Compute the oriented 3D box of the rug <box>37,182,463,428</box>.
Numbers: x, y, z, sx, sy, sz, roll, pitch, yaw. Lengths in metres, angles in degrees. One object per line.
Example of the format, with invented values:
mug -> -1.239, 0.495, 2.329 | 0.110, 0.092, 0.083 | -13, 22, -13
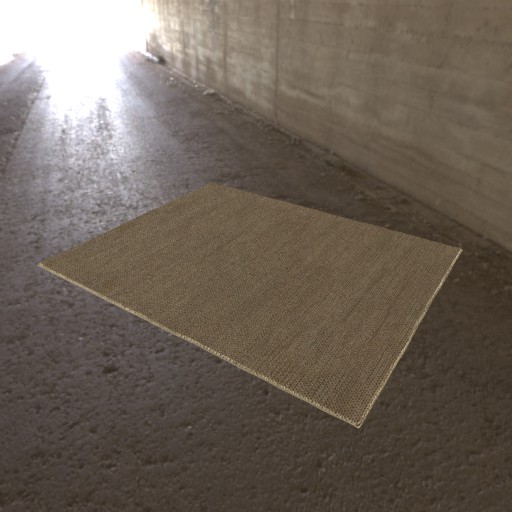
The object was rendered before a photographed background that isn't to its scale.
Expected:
rug -> 0.000, 0.000, 4.043 | 3.052, 0.030, 2.429 | 19, 35, 29
